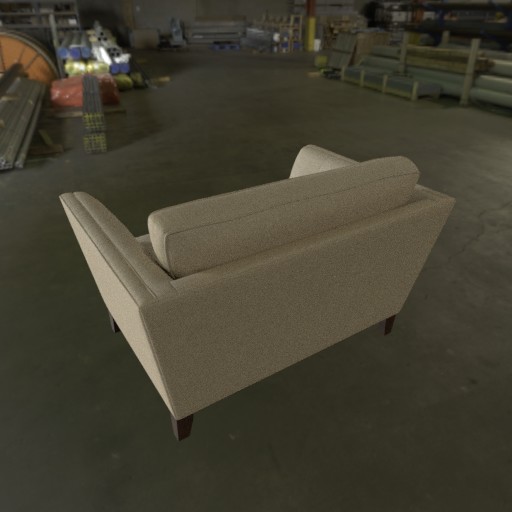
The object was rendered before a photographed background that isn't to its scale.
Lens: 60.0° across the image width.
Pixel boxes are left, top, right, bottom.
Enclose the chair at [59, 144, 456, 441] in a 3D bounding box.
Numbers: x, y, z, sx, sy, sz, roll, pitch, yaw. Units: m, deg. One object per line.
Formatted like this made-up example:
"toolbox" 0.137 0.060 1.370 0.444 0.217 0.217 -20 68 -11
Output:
"chair" 0.000 0.000 2.028 1.397 0.940 0.965 -18 35 -28
